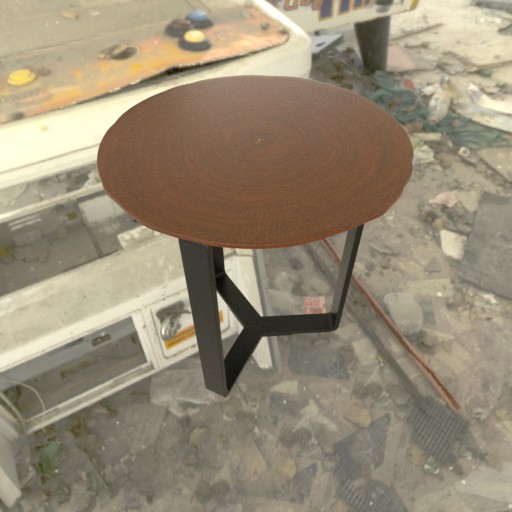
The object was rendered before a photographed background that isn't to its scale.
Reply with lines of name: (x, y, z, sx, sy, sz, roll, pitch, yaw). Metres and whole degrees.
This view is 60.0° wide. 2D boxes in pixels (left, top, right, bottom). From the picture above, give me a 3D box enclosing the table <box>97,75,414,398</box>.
table: (0.000, 0.000, 0.752, 0.410, 0.450, 0.380, -3, 48, -2)
